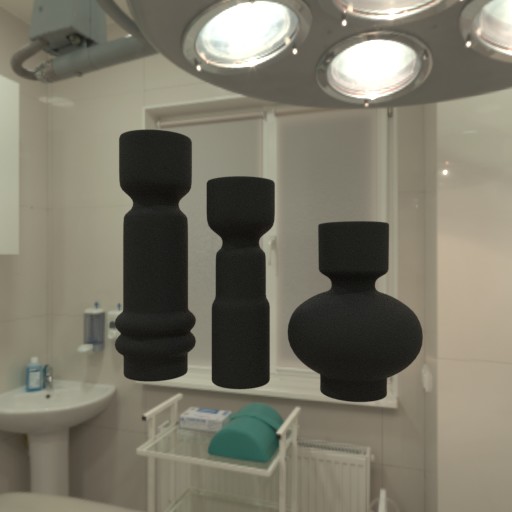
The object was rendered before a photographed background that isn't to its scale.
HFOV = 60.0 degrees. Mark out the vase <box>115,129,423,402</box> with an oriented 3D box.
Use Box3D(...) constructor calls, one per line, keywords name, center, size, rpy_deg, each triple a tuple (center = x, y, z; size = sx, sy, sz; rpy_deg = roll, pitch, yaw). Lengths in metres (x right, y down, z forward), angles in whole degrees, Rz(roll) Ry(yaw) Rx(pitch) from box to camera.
Box3D(name="vase", center=(0.000, 0.000, 0.435), size=(0.307, 0.249, 0.120), rpy_deg=(0, 0, 18))
